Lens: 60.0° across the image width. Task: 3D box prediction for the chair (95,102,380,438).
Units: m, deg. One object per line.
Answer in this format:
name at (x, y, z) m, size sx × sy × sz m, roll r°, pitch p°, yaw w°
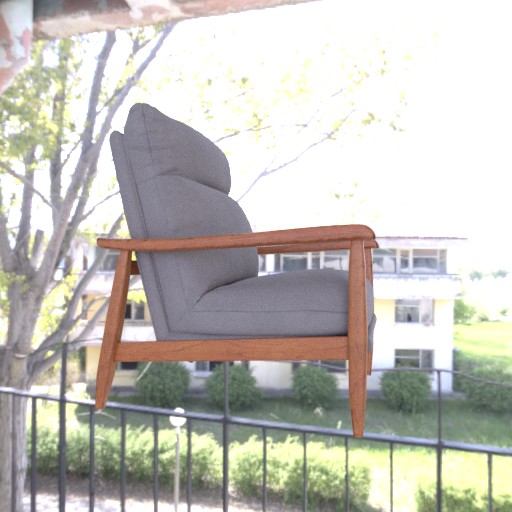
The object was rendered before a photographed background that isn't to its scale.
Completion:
chair at (0.000, 0.000, 1.534) m, size 0.816 × 0.922 × 0.782 m, roll 0°, pitch -1°, yaw 16°
